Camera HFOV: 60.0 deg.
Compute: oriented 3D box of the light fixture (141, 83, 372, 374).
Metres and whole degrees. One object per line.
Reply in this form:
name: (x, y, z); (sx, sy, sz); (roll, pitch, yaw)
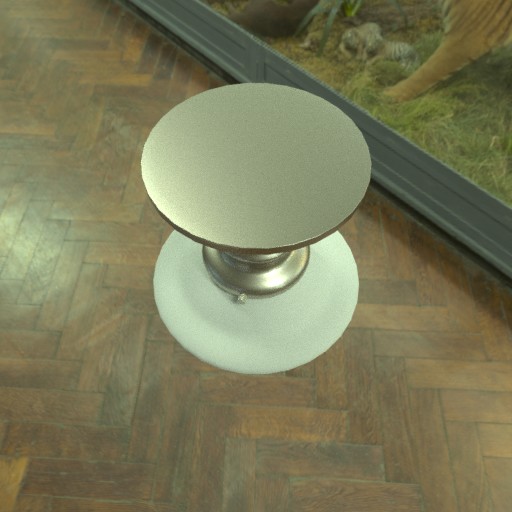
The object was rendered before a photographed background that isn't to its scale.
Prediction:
light fixture: (0.000, 0.000, 0.404); (0.199, 0.254, 0.199); (0, 57, 0)
